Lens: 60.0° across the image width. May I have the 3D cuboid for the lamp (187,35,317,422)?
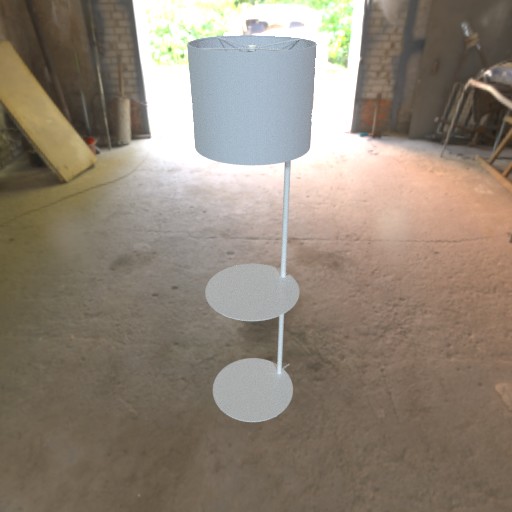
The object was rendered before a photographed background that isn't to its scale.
[{"bbox_3d":[0.000,0.000,1.673,0.405,1.465,0.372,-22,38,-30],"label":"lamp"}]
